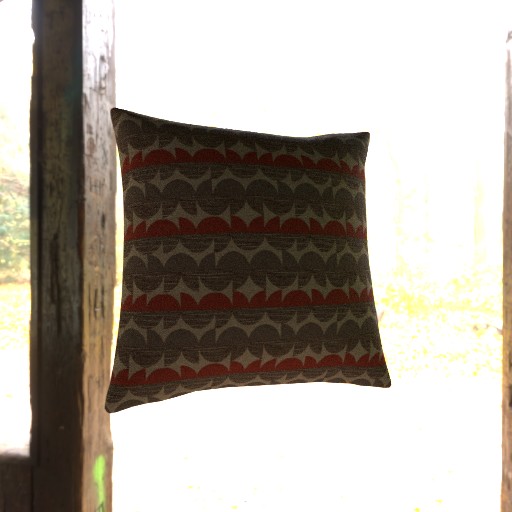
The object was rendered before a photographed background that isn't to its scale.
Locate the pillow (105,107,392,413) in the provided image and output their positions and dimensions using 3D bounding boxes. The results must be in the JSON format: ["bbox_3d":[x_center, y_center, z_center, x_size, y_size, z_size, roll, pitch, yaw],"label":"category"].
[{"bbox_3d":[0.000,0.000,0.649,0.420,0.410,0.180,0,1,-18],"label":"pillow"}]
